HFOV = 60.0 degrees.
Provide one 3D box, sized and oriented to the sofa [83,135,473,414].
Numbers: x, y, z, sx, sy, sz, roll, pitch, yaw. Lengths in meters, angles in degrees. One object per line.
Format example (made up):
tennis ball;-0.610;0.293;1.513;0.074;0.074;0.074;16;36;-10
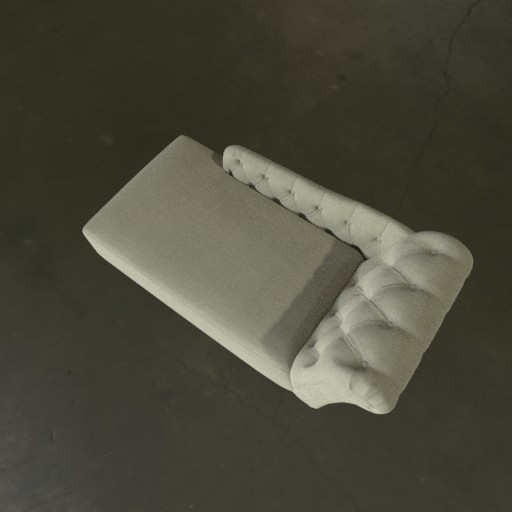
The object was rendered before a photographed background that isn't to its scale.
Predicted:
sofa;0.000;0.000;1.811;1.379;0.787;0.675;33;68;16
